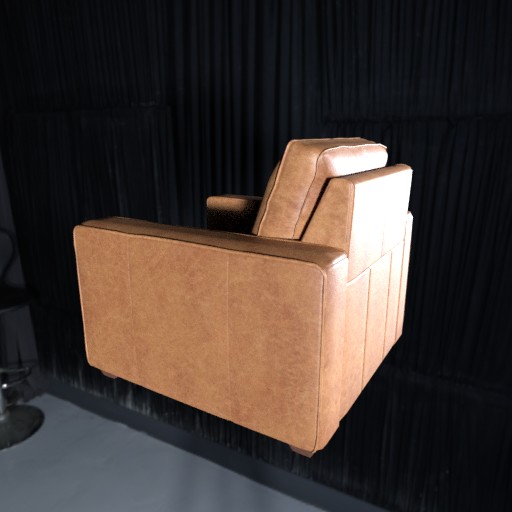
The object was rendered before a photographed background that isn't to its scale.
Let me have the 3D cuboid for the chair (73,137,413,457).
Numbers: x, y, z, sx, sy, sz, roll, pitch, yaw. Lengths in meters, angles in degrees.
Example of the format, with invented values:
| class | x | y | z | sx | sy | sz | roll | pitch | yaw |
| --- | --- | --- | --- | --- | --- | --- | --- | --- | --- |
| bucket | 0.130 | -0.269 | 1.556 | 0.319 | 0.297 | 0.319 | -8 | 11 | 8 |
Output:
| class | x | y | z | sx | sy | sz | roll | pitch | yaw |
| --- | --- | --- | --- | --- | --- | --- | --- | --- | --- |
| chair | 0.000 | 0.000 | 1.748 | 1.027 | 0.901 | 0.987 | 8 | 17 | 27 |
